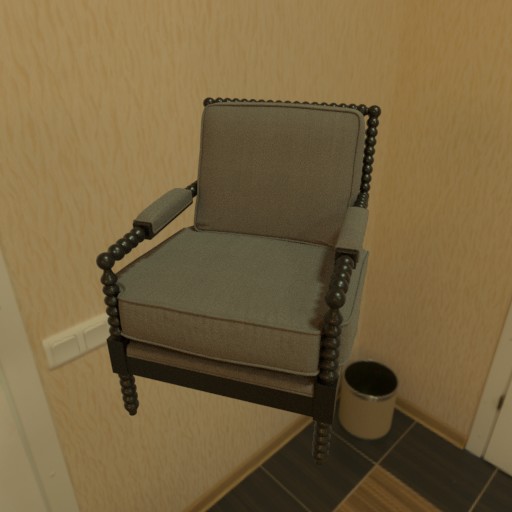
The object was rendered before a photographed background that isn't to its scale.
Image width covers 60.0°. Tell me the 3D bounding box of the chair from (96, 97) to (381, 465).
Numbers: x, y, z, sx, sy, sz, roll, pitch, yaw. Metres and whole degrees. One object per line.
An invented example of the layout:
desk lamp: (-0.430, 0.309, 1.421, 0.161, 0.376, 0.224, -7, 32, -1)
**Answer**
chair: (0.000, 0.000, 1.105, 0.540, 0.661, 0.622, 8, 29, 15)
